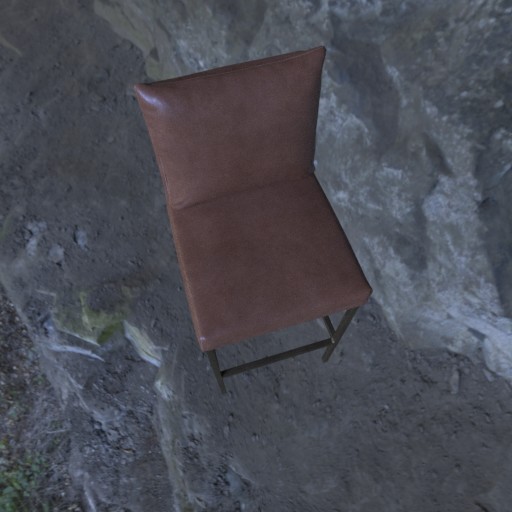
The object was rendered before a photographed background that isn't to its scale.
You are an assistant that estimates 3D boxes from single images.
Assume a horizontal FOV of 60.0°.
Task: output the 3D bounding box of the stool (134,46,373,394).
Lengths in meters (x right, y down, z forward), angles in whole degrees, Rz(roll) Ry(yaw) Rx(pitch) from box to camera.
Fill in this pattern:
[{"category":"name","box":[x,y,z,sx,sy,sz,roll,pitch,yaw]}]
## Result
[{"category":"stool","box":[0.000,0.000,1.391,0.463,1.124,0.571,-15,64,-8]}]
